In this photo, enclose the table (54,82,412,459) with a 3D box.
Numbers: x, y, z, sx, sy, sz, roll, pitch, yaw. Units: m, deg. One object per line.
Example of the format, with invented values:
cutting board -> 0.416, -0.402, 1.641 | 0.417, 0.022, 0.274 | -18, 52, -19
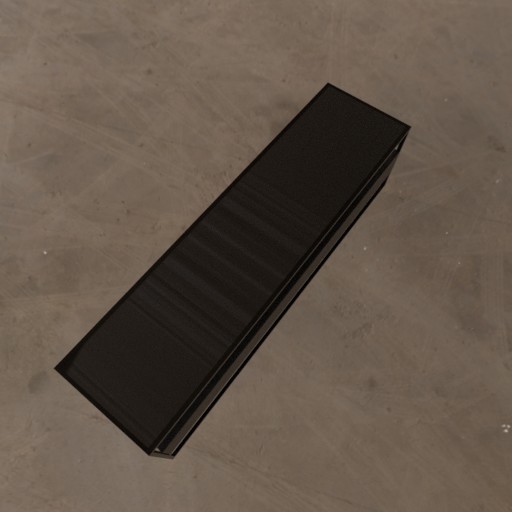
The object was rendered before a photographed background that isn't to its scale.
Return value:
table -> 0.000, 0.000, 1.712 | 0.399, 0.395, 1.486 | 35, 69, 15
